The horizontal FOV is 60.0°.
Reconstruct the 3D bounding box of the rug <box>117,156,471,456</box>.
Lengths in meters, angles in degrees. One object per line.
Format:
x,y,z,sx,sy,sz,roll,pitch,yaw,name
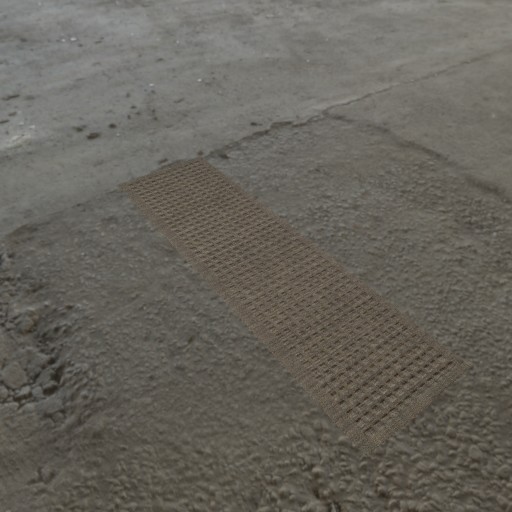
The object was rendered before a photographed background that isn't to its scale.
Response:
0.000,0.000,2.638,0.706,0.009,2.443,-26,48,-26,rug
